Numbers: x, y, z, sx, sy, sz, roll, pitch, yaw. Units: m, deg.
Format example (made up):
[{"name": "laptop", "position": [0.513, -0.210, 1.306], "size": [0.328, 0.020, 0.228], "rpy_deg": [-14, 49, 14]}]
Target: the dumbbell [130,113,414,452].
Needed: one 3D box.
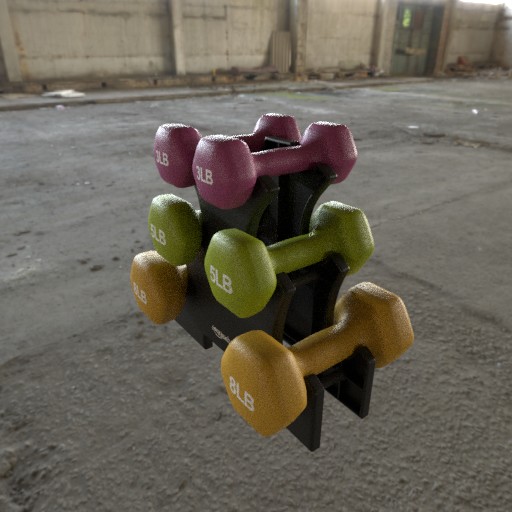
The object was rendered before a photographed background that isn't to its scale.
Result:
[{"name": "dumbbell", "position": [0.000, 0.000, 0.473], "size": [0.190, 0.271, 0.300], "rpy_deg": [-17, 30, -33]}]
